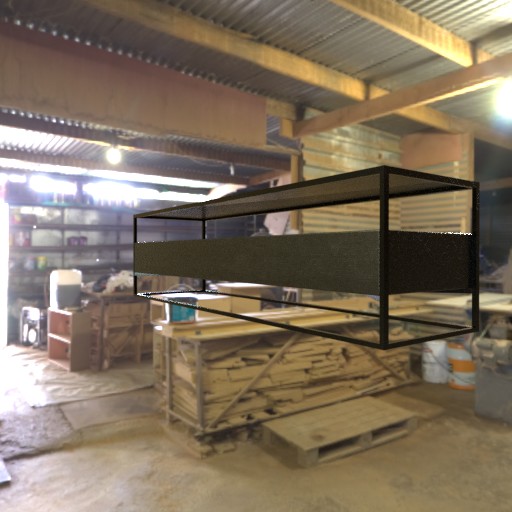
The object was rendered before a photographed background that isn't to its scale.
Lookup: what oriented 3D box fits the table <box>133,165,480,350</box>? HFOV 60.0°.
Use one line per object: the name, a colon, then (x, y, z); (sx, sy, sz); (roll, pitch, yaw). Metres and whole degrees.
table: (0.000, 0.000, 1.664); (0.399, 0.395, 1.486); (0, 0, -36)
